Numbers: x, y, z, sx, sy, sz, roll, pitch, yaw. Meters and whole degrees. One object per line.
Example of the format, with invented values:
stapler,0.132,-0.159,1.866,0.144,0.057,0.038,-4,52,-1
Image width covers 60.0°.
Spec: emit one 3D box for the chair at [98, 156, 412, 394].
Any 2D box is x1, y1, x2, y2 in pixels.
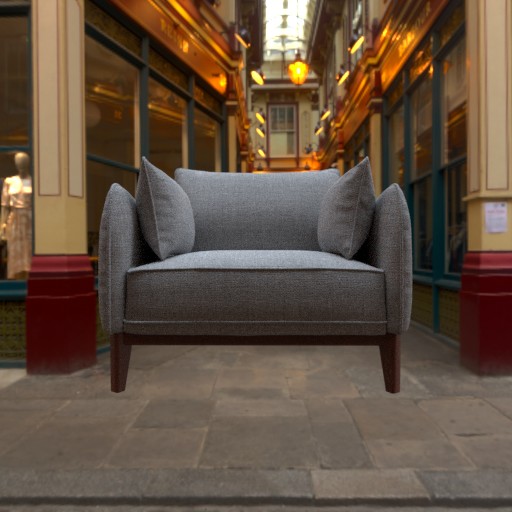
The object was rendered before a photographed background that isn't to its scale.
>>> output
chair,0.000,0.000,1.784,0.993,0.839,0.976,0,1,0
